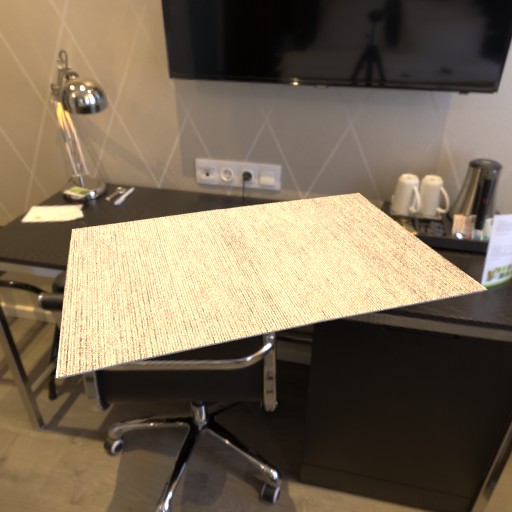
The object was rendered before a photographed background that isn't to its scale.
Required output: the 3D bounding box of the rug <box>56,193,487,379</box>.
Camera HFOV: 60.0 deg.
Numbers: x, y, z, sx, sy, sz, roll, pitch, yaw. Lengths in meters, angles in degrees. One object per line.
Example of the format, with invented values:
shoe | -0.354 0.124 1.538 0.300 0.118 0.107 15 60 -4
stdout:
rug | 0.000 0.000 2.187 1.773 0.021 1.149 -9 32 -15
